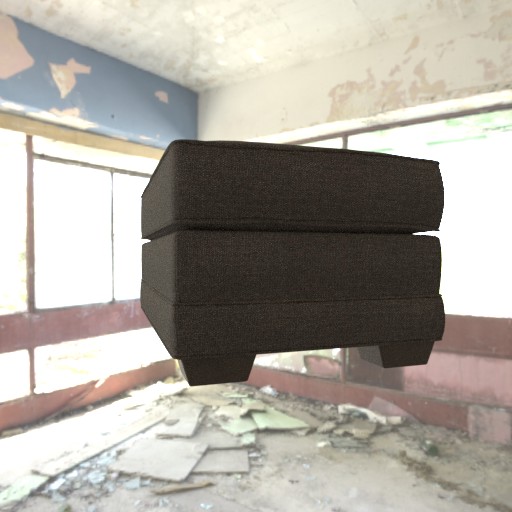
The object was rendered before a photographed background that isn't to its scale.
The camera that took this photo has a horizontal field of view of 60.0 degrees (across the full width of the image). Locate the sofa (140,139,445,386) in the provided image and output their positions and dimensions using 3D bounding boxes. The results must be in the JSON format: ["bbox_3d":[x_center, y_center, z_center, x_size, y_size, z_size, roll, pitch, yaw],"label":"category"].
[{"bbox_3d":[0.000,0.000,1.230,0.578,0.457,0.854,0,0,-18],"label":"sofa"}]
